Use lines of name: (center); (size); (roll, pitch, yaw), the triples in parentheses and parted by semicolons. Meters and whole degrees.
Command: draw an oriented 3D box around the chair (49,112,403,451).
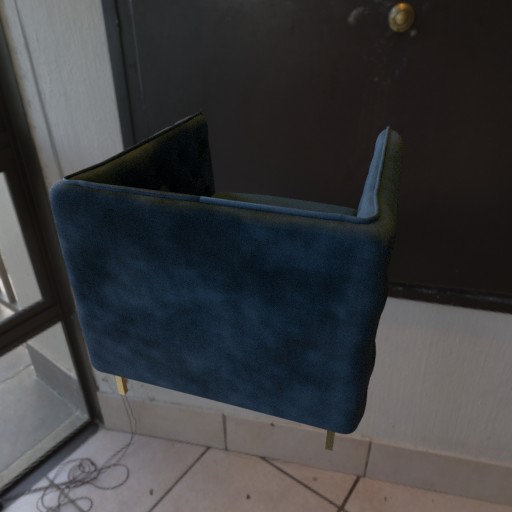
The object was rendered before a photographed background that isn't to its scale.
chair: (0.000, 0.000, 1.521); (0.868, 0.771, 0.877); (9, 32, 15)
